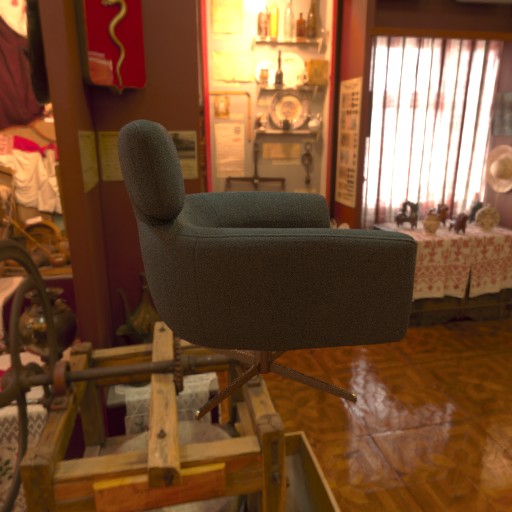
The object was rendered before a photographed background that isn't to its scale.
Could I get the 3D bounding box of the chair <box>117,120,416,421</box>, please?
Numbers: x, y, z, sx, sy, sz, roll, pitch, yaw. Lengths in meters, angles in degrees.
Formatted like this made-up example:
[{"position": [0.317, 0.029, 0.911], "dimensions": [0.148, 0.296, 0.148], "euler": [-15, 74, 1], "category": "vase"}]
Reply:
[{"position": [0.000, 0.000, 1.395], "dimensions": [0.761, 0.813, 0.738], "euler": [-3, 16, -10], "category": "chair"}]
